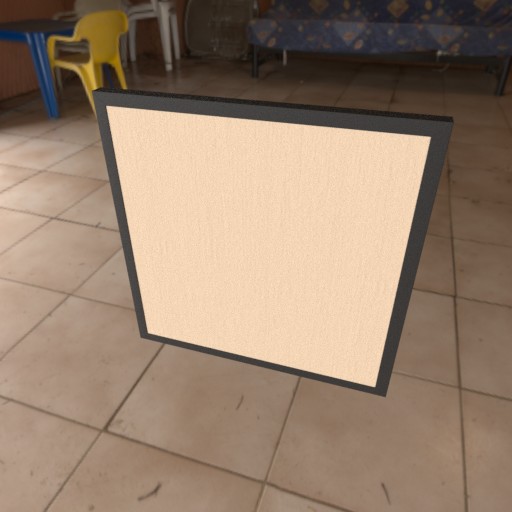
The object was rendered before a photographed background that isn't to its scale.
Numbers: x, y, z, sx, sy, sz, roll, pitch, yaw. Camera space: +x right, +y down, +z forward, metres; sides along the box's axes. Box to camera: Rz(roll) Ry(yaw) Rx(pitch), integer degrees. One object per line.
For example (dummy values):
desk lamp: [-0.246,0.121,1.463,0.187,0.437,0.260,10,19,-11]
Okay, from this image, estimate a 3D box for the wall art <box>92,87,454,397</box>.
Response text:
wall art: [0.000,0.000,0.450,0.306,0.304,0.015,10,35,15]
